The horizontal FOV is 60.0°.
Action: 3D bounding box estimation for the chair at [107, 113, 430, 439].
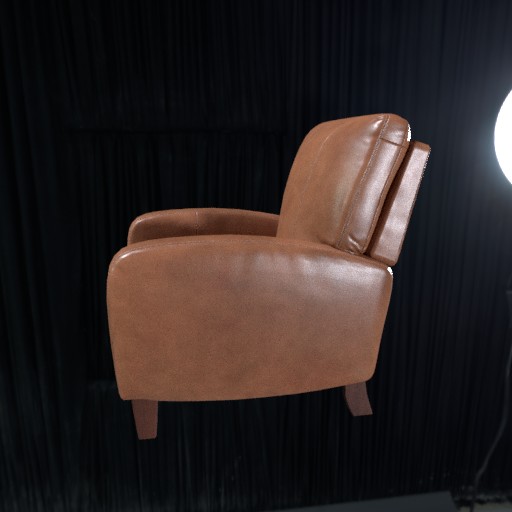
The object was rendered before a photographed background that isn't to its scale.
[{"bbox_3d":[0.000,0.000,1.653,0.990,0.990,0.762,-2,14,-10],"label":"chair"}]
